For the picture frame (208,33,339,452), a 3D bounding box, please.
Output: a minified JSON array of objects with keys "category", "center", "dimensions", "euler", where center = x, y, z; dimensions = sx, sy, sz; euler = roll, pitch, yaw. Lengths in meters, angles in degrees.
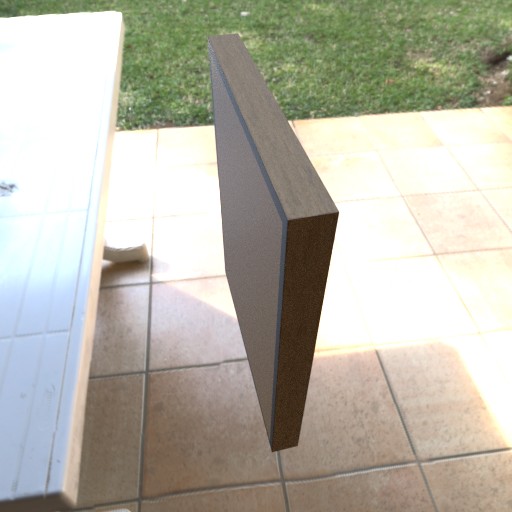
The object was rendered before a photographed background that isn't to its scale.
[{"category":"picture frame","center":[0.000,0.000,0.708],"dimensions":[0.046,0.526,0.421],"euler":[-10,47,-9]}]
